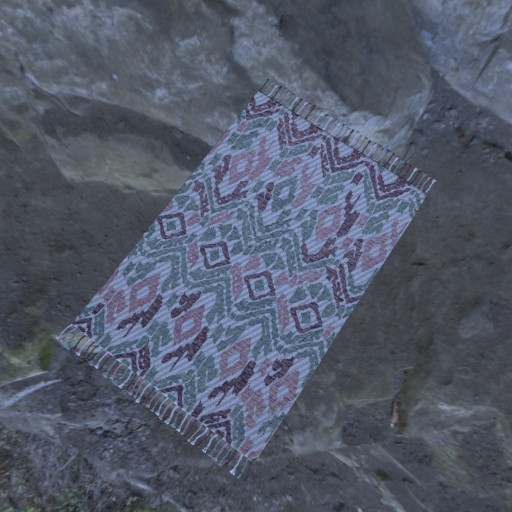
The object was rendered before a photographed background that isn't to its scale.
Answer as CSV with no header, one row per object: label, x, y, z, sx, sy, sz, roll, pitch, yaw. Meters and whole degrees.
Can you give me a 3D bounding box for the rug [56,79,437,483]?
rug,0.000,0.000,3.049,1.524,0.011,2.438,34,78,8
